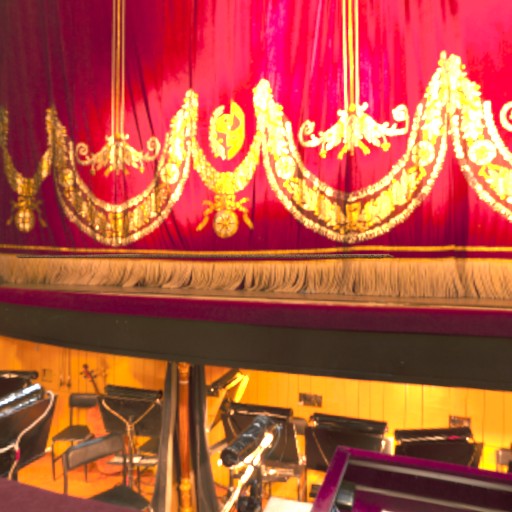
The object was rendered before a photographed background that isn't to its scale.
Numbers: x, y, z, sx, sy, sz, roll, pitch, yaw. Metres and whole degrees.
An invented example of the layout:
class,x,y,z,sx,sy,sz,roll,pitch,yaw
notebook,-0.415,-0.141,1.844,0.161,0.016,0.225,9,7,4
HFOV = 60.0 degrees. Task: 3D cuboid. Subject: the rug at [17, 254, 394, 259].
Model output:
class,x,y,z,sx,sy,sz,roll,pitch,yaw
rug,0.000,0.000,4.930,2.873,0.053,3.778,0,0,18
